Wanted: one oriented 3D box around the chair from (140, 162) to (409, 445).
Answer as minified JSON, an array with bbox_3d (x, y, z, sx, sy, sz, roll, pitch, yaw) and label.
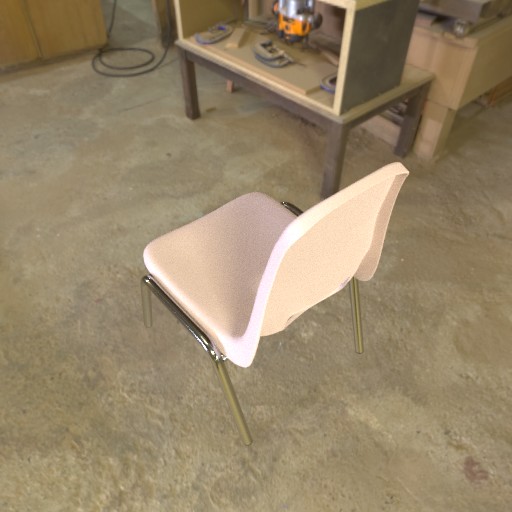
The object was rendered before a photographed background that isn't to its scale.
[{"bbox_3d":[0.000,0.000,0.795,0.354,0.537,0.385,-30,53,-26],"label":"chair"}]
